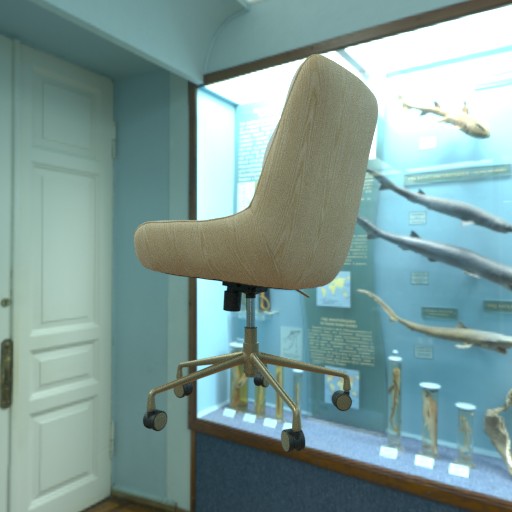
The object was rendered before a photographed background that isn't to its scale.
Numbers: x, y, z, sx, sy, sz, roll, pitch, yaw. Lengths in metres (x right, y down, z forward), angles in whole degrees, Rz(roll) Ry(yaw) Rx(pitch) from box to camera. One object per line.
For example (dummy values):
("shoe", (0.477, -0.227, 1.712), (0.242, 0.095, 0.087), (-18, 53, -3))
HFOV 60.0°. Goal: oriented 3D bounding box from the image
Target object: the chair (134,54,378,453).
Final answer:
("chair", (0.000, 0.000, 1.334), (0.668, 0.952, 0.564), (0, -1, 36))
